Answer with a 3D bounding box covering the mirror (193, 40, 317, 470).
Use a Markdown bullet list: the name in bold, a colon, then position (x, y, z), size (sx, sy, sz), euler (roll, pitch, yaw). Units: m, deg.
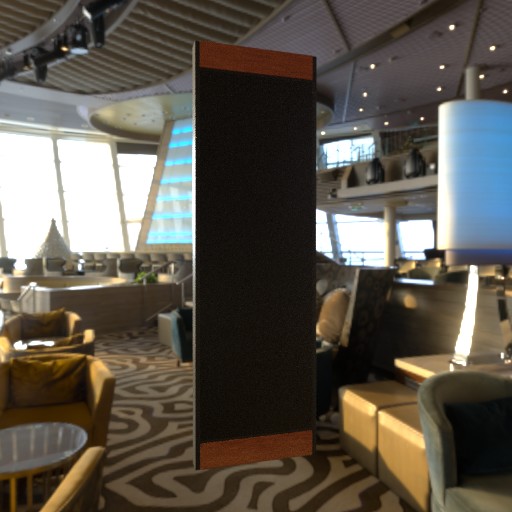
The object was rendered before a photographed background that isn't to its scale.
- **mirror**: position (0.000, 0.000, 1.224), size (0.343, 1.123, 0.047), euler (0, 0, -16)
